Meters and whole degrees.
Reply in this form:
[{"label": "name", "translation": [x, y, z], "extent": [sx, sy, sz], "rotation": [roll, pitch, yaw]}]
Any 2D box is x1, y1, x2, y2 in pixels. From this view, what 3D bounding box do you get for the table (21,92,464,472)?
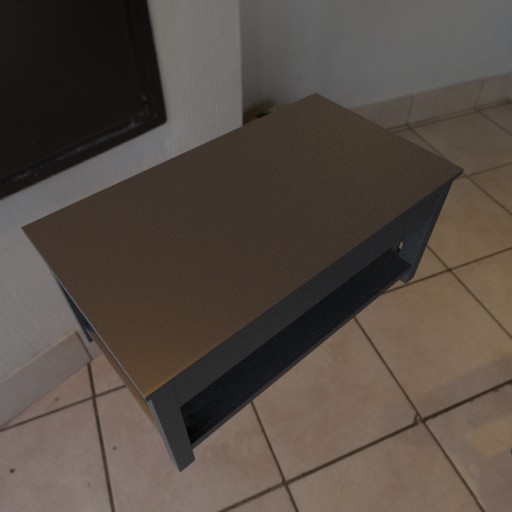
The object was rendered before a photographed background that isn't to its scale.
[{"label": "table", "translation": [0.000, 0.000, 1.389], "extent": [1.068, 0.493, 0.612], "rotation": [-32, 55, -26]}]
